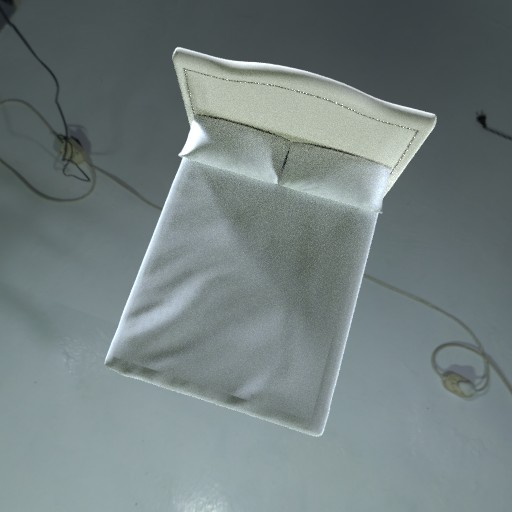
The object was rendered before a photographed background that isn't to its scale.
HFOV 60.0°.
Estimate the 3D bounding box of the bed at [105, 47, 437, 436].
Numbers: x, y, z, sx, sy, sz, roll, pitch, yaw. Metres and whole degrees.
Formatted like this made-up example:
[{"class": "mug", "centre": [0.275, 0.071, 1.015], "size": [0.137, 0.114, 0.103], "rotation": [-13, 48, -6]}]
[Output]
[{"class": "bed", "centre": [0.000, 0.000, 3.199], "size": [1.753, 1.460, 2.143], "rotation": [17, 75, 4]}]
